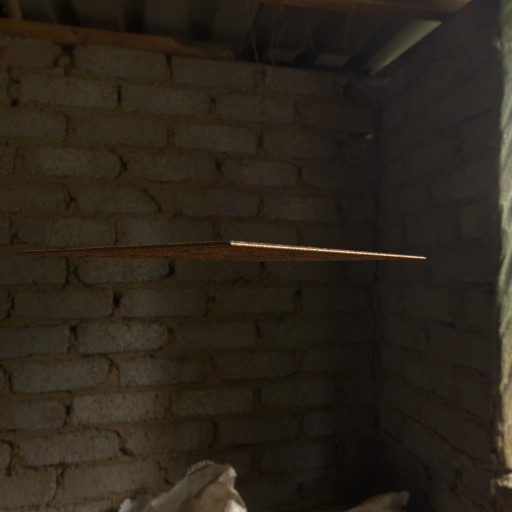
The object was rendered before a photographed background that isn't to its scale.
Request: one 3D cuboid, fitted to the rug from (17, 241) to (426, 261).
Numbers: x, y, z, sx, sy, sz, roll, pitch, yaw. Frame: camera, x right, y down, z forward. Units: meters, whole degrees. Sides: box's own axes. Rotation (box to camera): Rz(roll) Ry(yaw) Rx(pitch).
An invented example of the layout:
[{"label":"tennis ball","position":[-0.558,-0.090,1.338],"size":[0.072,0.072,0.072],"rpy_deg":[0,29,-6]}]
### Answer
[{"label":"rug","position":[0.000,0.000,1.071],"size":[0.557,0.008,0.863],"rpy_deg":[-1,-2,36]}]
